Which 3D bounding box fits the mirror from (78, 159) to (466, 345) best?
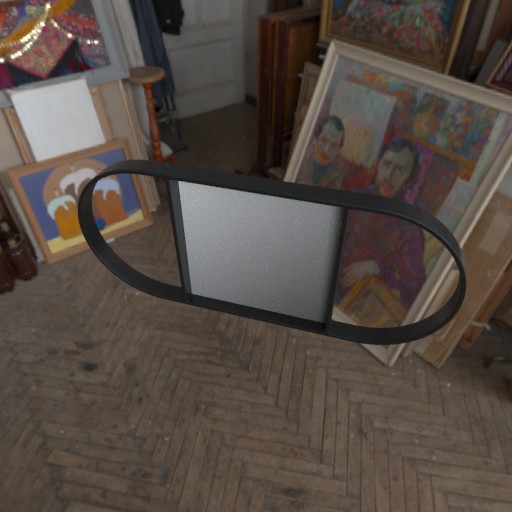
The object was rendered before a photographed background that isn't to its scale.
[{"bbox_3d":[0.000,0.000,0.666,0.584,0.254,0.032,11,42,12],"label":"mirror"}]
